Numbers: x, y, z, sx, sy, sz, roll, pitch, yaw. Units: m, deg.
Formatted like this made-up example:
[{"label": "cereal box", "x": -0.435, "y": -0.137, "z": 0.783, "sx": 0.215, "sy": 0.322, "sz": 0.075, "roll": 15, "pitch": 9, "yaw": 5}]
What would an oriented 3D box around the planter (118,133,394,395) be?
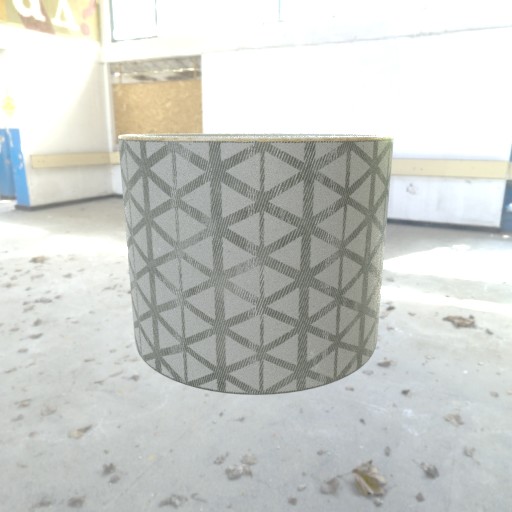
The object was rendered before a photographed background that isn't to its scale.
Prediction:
[{"label": "planter", "x": 0.000, "y": 0.000, "z": 0.452, "sx": 0.250, "sy": 0.239, "sz": 0.250, "roll": 0, "pitch": 16, "yaw": 0}]
